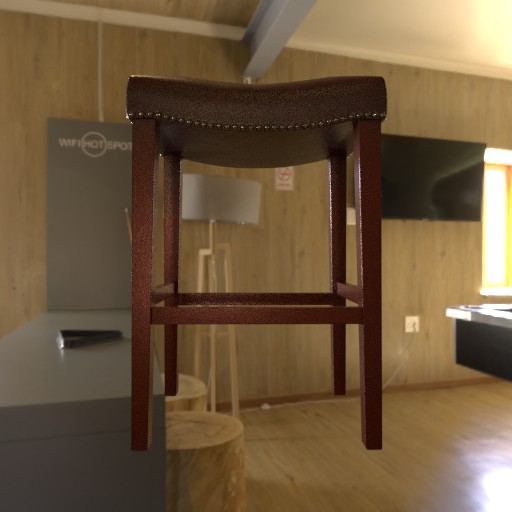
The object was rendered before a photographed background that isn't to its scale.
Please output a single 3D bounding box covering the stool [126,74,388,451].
[{"bbox_3d":[0.000,0.000,1.024,0.504,0.742,0.372,0,0,-1],"label":"stool"}]
